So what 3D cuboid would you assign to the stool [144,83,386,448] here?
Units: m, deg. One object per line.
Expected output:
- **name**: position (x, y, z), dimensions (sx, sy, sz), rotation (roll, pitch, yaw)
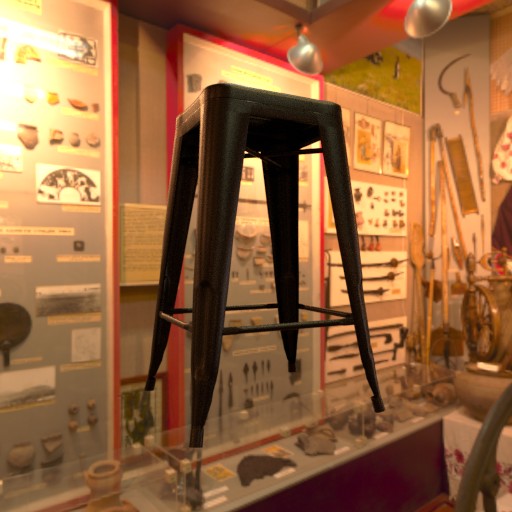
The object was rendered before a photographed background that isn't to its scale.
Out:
- **stool**: position (0.000, 0.000, 0.936), dimensions (0.455, 0.609, 0.423), rotation (0, 0, -37)
